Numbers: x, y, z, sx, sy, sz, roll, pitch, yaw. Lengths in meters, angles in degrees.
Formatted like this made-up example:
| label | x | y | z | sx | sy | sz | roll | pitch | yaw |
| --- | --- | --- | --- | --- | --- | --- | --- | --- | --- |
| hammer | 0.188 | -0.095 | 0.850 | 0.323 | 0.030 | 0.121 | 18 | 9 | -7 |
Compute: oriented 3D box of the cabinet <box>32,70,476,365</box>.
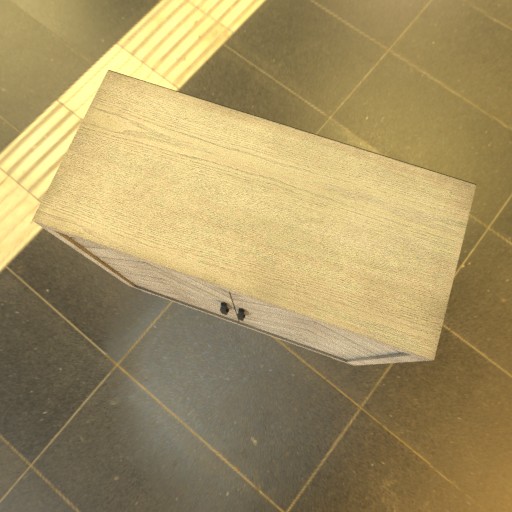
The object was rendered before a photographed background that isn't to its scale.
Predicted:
| label | x | y | z | sx | sy | sz | roll | pitch | yaw |
| --- | --- | --- | --- | --- | --- | --- | --- | --- | --- |
| cabinet | 0.000 | 0.000 | 1.231 | 0.781 | 0.787 | 0.370 | 19 | 76 | 5 |
